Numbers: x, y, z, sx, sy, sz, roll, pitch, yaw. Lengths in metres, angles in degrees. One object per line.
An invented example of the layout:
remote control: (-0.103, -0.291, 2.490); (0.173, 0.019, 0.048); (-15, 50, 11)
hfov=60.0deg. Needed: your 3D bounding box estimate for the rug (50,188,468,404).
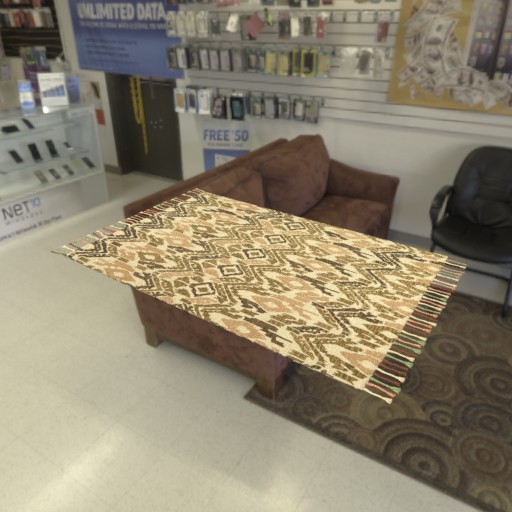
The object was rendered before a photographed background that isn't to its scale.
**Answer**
rug: (0.000, 0.000, 3.016); (2.438, 0.008, 1.524); (19, 34, 30)
